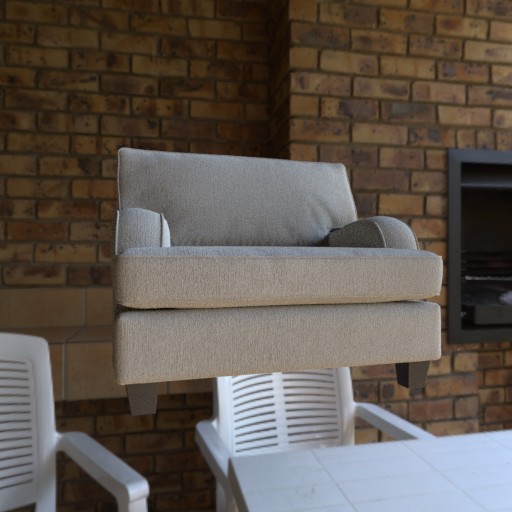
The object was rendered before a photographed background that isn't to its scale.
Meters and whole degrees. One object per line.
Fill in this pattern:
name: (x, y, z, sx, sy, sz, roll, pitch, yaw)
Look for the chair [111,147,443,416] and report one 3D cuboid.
chair: (0.000, 0.000, 1.973, 1.220, 1.016, 1.041, 0, 0, -17)
